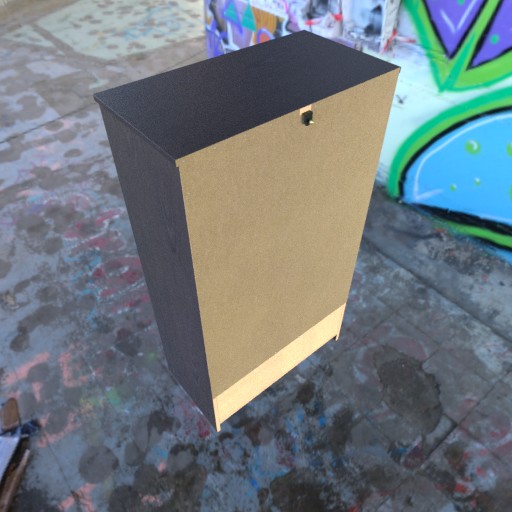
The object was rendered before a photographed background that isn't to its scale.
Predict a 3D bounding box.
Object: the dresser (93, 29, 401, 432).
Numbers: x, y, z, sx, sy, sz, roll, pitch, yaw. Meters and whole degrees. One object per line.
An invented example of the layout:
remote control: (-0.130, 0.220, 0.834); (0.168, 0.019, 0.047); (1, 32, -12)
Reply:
dresser: (0.000, 0.000, 1.562); (0.704, 1.254, 0.418); (-30, 52, -27)
